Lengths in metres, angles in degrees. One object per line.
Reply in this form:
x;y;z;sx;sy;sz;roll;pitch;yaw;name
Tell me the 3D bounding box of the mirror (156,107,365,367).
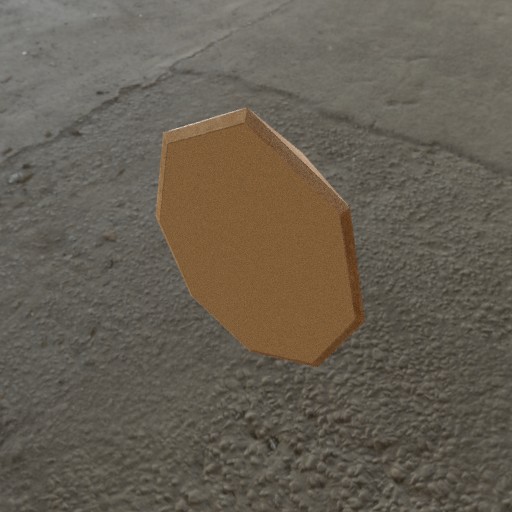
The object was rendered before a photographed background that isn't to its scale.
0.000;0.000;1.038;0.577;0.774;0.070;26;52;22;mirror
